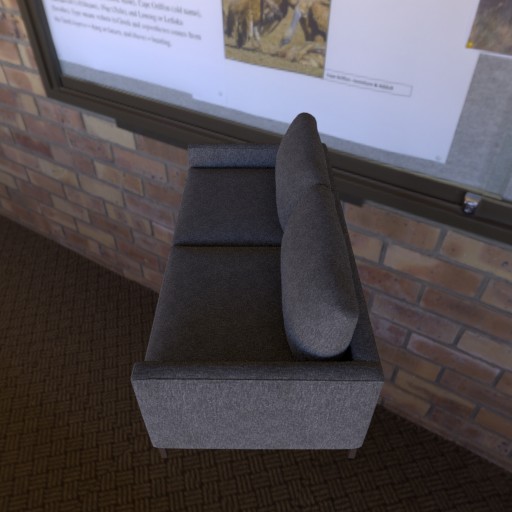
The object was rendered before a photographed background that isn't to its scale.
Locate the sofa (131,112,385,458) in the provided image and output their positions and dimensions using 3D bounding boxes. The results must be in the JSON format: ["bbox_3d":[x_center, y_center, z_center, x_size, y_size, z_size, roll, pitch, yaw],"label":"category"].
[{"bbox_3d":[0.000,0.000,2.217,0.866,0.862,1.716,0,41,0],"label":"sofa"}]
